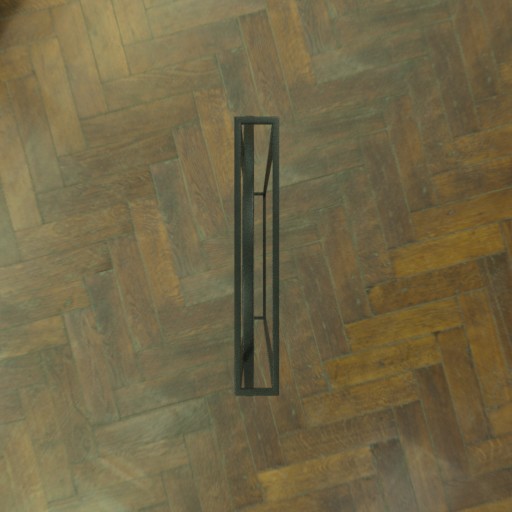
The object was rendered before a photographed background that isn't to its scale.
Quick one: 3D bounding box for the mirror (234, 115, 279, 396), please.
[{"bbox_3d":[0.000,0.000,0.801,0.051,0.603,0.508,0,90,0],"label":"mirror"}]
